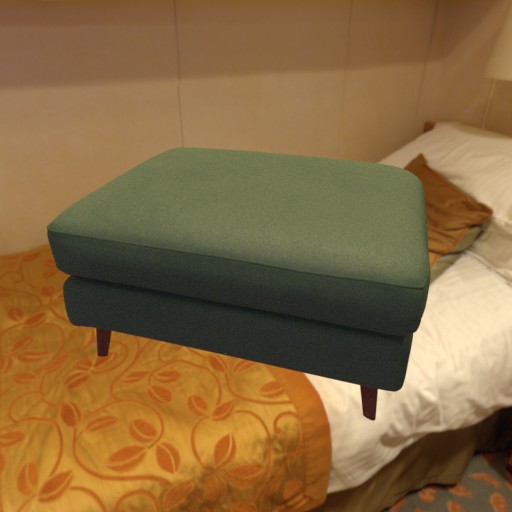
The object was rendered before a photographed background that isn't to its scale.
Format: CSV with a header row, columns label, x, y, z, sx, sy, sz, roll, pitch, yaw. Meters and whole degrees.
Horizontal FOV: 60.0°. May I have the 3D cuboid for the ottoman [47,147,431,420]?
label,x,y,z,sx,sy,sz,roll,pitch,yaw
ottoman,0.000,0.000,1.164,0.811,0.449,0.608,9,31,15
